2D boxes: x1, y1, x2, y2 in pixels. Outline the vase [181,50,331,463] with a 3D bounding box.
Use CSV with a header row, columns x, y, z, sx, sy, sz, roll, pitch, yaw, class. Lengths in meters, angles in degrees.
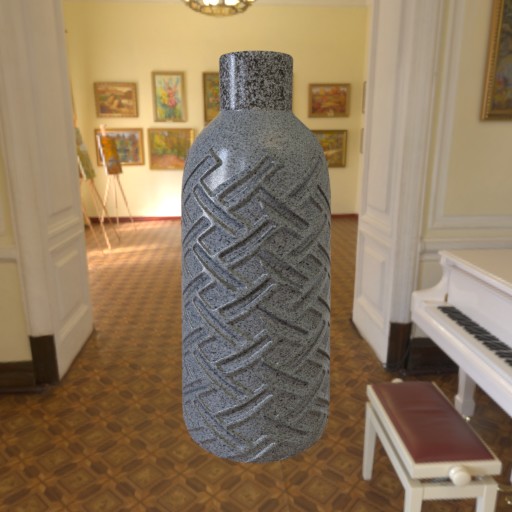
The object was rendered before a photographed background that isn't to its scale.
x,y,z,sx,sy,sz,roll,pitch,yaw,class
0.000,0.000,0.341,0.122,0.282,0.122,0,14,0,vase
